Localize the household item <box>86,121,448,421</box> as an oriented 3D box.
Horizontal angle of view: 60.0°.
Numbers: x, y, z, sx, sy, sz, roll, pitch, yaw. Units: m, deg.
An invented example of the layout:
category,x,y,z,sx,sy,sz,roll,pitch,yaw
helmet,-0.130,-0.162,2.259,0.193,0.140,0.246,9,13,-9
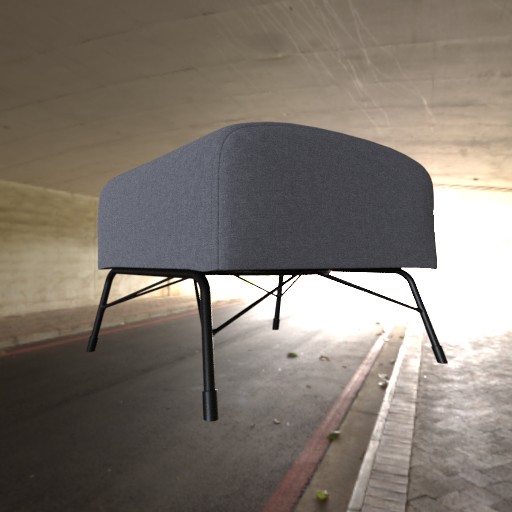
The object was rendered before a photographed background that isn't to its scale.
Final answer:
category,x,y,z,sx,sy,sz,roll,pitch,yaw
household item,0.000,0.000,0.906,0.530,0.410,0.530,1,-1,-36
